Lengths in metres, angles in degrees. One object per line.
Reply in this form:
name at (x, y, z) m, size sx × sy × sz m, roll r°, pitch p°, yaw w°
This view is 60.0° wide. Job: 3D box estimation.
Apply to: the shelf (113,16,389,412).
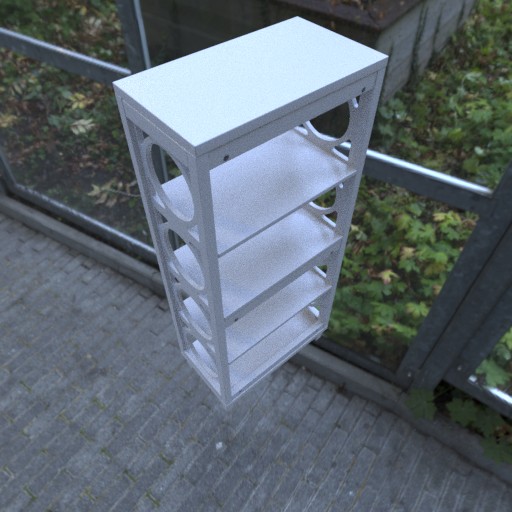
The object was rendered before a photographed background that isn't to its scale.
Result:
shelf at (0.000, 0.000, 1.628) m, size 0.611 × 1.411 × 0.340 m, roll -33°, pitch 56°, yaw -25°
